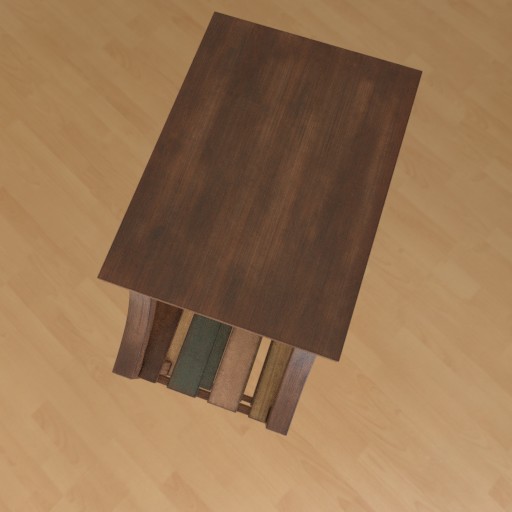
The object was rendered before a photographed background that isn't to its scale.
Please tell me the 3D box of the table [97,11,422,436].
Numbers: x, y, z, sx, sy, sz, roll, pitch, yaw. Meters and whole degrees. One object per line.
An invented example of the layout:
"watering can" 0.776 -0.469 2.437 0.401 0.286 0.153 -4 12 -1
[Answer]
"table" 0.000 0.000 0.934 0.356 0.584 0.609 18 76 5
